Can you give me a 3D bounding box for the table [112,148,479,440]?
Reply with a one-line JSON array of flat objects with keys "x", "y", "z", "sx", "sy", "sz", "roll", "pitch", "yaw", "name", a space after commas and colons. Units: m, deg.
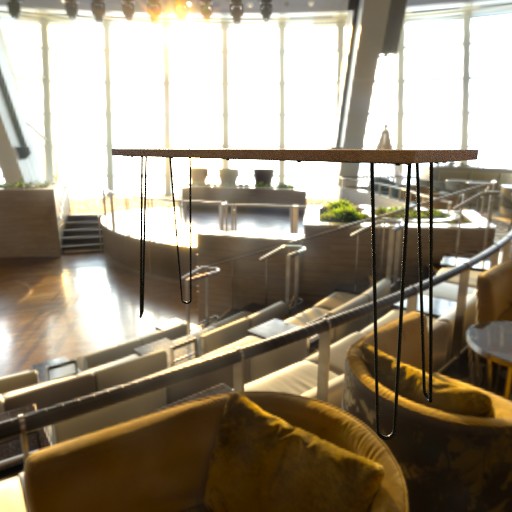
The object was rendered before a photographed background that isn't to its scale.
[{"x": 0.000, "y": 0.000, "z": 1.703, "sx": 1.400, "sy": 0.799, "sz": 0.399, "roll": 13, "pitch": 19, "yaw": 43, "name": "table"}]
